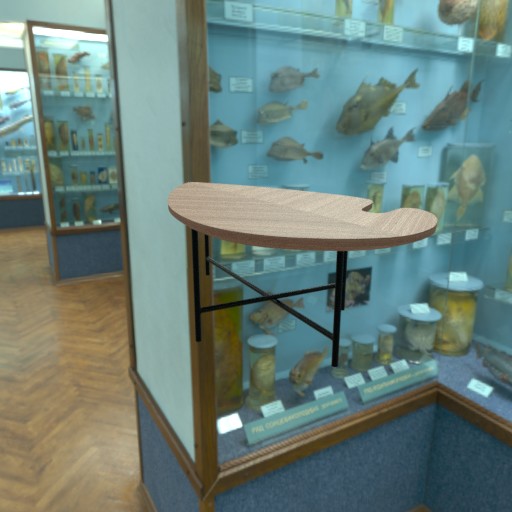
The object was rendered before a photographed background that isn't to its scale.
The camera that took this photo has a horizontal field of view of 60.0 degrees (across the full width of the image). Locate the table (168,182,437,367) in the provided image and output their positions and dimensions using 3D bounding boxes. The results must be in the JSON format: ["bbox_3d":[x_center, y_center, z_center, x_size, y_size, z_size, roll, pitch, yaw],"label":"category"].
[{"bbox_3d":[0.000,0.000,1.396,0.598,0.360,1.199,-8,17,-27],"label":"table"}]
